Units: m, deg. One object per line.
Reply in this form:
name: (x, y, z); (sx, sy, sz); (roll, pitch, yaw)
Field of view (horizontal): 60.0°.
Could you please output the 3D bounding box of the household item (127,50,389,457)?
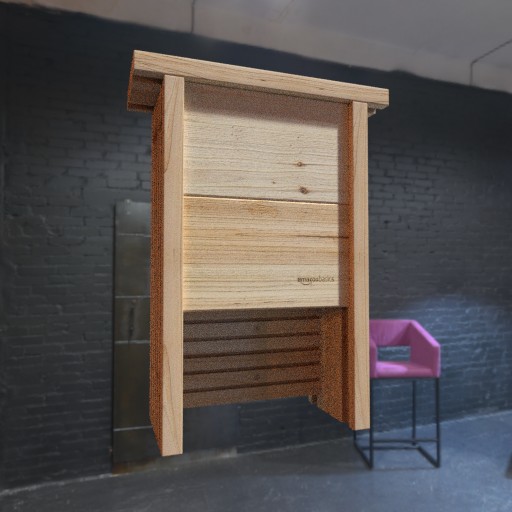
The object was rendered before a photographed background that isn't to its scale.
household item: (0.000, 0.000, 0.544); (0.301, 0.407, 0.123); (1, -2, -19)
